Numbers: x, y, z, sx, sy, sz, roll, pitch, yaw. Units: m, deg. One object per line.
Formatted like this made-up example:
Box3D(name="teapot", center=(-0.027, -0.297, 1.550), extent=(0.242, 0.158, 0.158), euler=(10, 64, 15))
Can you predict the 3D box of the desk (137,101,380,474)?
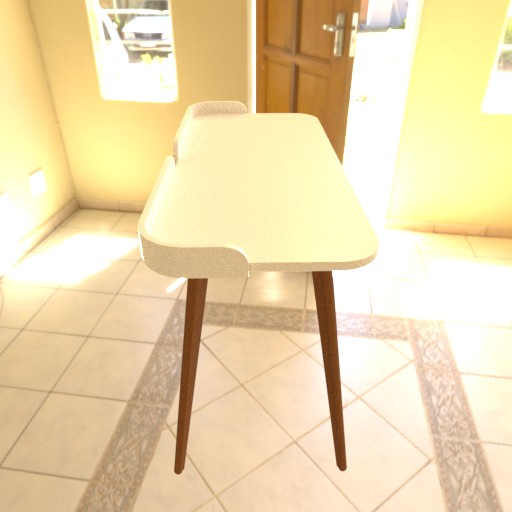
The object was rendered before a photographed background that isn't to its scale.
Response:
Box3D(name="desk", center=(0.000, 0.000, 1.601), extent=(0.534, 0.807, 1.206), euler=(-1, 32, -1))
